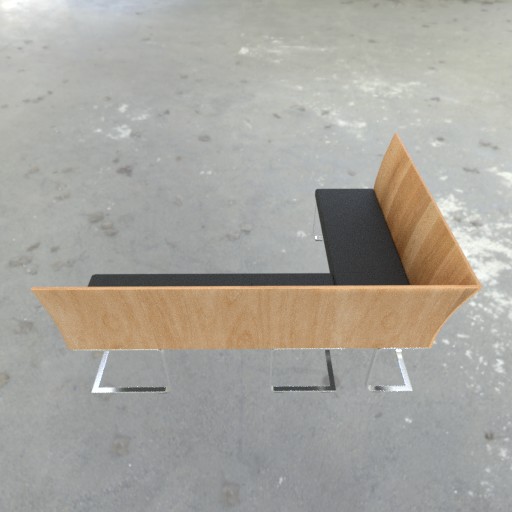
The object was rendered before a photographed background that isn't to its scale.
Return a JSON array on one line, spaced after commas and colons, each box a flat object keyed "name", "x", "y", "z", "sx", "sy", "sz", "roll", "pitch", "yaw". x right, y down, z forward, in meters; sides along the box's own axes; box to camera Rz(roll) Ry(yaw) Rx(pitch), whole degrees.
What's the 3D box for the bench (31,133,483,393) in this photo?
[{"name": "bench", "x": 0.000, "y": 0.000, "z": 2.774, "sx": 1.945, "sy": 0.930, "sz": 1.495, "roll": 0, "pitch": 41, "yaw": 0}]
